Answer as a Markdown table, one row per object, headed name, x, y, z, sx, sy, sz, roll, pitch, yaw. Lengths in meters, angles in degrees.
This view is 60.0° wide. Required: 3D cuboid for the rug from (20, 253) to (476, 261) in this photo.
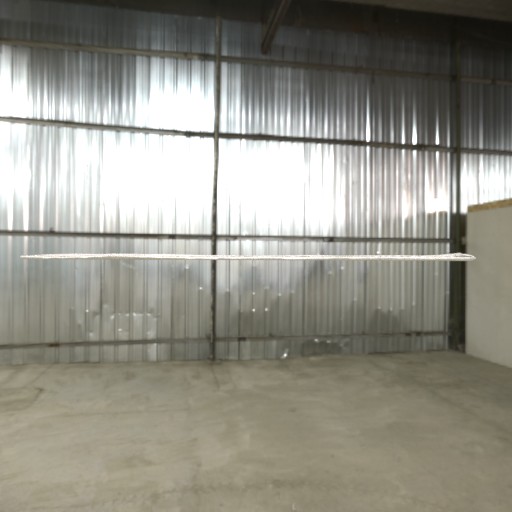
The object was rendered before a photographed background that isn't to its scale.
| name | x | y | z | sx | sy | sz | roll | pitch | yaw |
| --- | --- | --- | --- | --- | --- | --- | --- | --- | --- |
| rug | 0.000 | 0.000 | 2.958 | 2.447 | 0.036 | 1.537 | 0 | 0 | 18 |
